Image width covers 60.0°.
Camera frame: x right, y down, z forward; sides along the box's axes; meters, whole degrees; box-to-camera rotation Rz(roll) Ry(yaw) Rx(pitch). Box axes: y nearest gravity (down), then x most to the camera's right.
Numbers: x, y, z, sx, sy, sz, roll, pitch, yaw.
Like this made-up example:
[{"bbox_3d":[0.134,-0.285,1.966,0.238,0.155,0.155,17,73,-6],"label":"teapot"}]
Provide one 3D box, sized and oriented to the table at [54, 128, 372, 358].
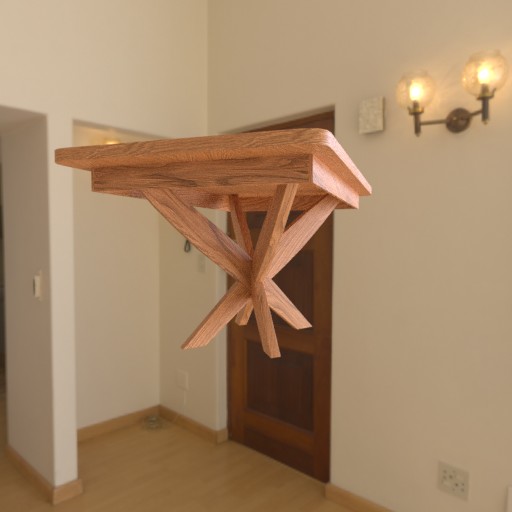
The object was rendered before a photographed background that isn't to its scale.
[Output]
[{"bbox_3d":[0.000,0.000,2.112,0.950,0.770,1.600,1,2,19],"label":"table"}]
